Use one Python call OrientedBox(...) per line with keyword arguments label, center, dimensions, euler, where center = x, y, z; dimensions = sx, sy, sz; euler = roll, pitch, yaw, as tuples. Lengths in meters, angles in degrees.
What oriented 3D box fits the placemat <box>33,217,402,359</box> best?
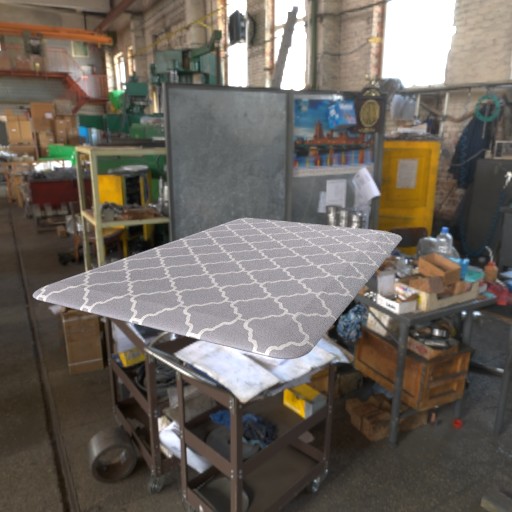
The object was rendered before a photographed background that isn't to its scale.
OrientedBox(label="placemat", center=(0.000, 0.000, 0.973), dimensions=(0.508, 0.021, 0.762), euler=(8, 18, 26))
